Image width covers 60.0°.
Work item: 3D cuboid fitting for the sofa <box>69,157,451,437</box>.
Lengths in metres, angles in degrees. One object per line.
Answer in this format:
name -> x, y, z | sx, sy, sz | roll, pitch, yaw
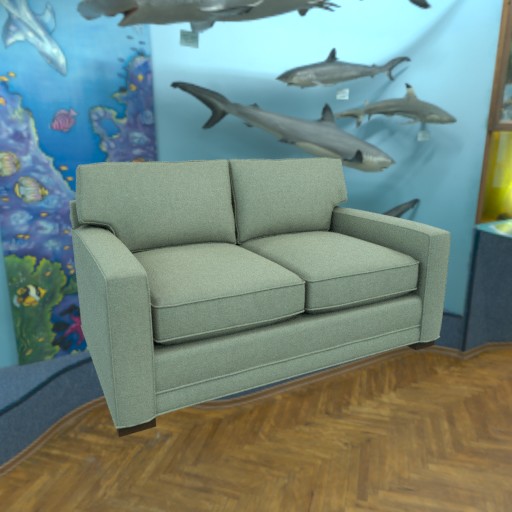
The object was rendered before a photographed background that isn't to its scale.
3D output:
sofa -> 0.000, 0.000, 2.043 | 1.484, 0.853, 0.940 | -8, 16, -27
